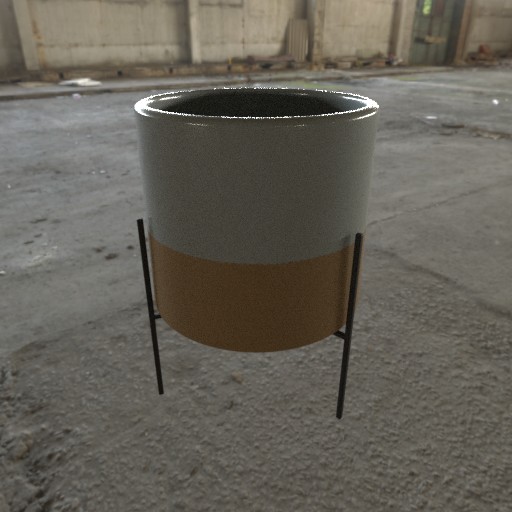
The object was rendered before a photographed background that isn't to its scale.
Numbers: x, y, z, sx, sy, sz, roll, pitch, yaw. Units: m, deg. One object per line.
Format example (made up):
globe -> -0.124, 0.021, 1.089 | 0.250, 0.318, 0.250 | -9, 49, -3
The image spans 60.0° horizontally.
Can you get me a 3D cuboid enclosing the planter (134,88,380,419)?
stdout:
planter -> 0.000, 0.000, 0.646 | 0.310, 0.432, 0.310 | -17, 31, -31
